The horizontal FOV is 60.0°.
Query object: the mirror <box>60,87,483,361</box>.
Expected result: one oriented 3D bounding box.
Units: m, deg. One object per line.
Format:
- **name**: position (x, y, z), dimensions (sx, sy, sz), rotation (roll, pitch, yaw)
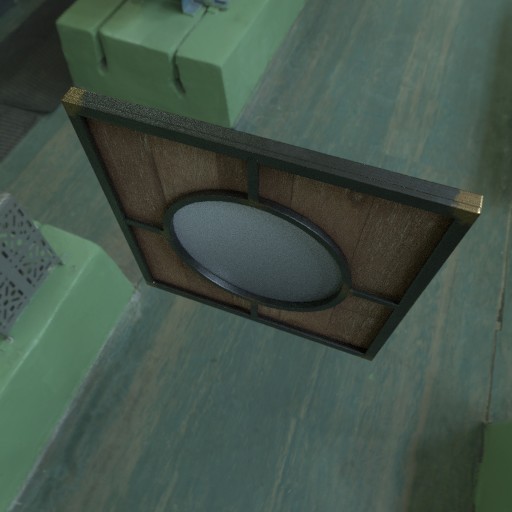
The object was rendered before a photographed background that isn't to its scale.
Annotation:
- **mirror**: position (0.000, 0.000, 0.547), dimensions (0.382, 0.381, 0.020), rotation (17, 61, 10)
